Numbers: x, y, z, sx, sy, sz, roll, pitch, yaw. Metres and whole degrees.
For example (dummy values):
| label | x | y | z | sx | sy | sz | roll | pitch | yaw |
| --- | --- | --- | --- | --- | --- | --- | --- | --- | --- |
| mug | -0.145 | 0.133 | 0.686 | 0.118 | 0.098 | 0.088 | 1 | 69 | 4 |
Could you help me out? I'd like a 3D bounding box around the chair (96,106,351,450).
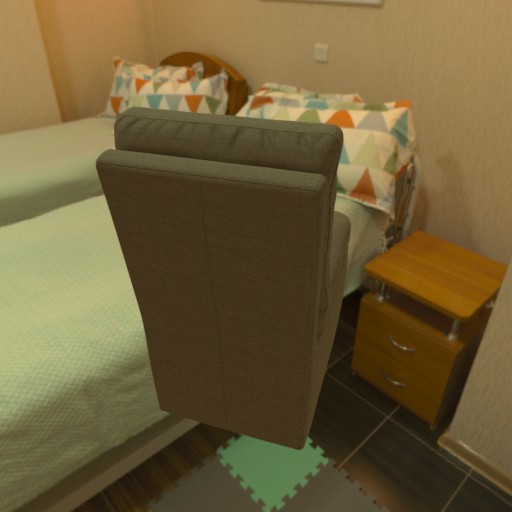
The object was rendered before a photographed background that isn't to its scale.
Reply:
| label | x | y | z | sx | sy | sz | roll | pitch | yaw |
| --- | --- | --- | --- | --- | --- | --- | --- | --- | --- |
| chair | 0.000 | 0.000 | 1.323 | 0.503 | 0.927 | 0.698 | 10 | 34 | 15 |
